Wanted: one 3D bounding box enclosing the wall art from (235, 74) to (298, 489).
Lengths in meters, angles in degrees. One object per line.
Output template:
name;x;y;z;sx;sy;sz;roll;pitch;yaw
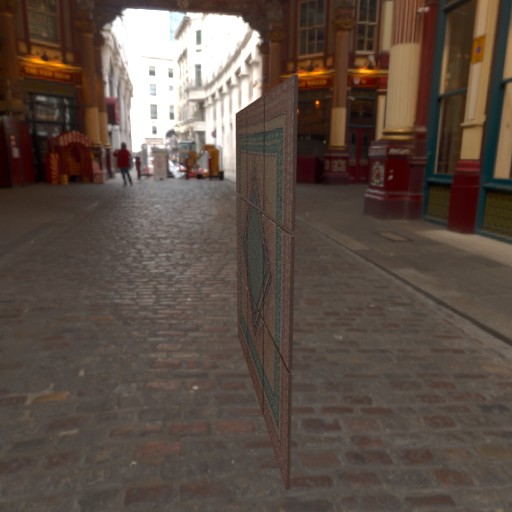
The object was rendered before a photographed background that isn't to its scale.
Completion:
wall art;0.000;0.000;2.295;0.014;1.525;1.527;-2;13;-9
